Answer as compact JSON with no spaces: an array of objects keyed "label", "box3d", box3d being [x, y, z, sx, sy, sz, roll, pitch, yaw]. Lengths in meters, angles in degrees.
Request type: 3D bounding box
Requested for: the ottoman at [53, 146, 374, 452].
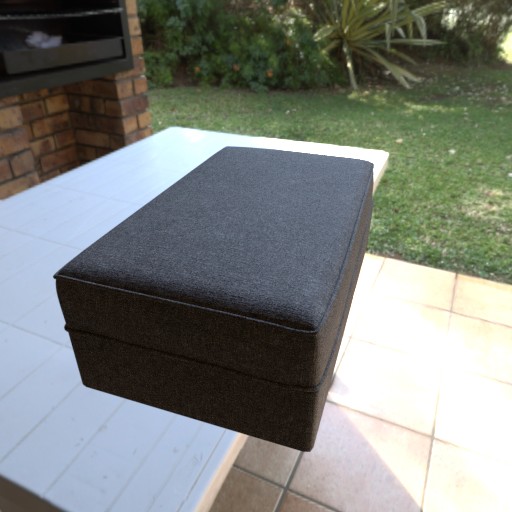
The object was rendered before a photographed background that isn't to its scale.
[{"label":"ottoman","box3d":[0.000,0.000,1.577,0.717,0.487,1.184,10,32,16]}]
